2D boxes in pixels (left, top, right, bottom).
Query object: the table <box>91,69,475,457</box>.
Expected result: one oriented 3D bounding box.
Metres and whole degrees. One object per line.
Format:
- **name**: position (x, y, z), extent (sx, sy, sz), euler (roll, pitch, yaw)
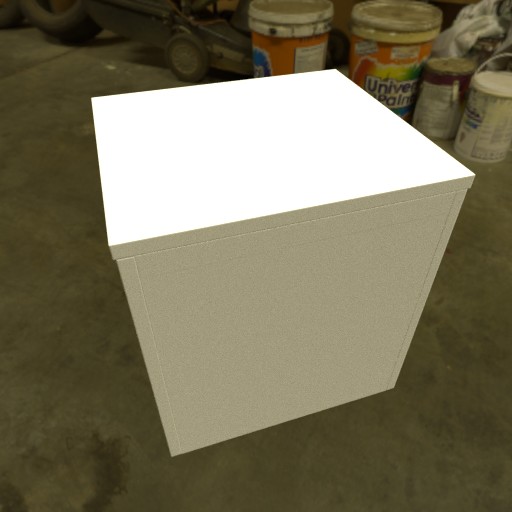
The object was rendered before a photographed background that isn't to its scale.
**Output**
- **table**: position (0.000, 0.000, 0.760), extent (0.420, 0.460, 0.380), euler (-12, 43, -13)
